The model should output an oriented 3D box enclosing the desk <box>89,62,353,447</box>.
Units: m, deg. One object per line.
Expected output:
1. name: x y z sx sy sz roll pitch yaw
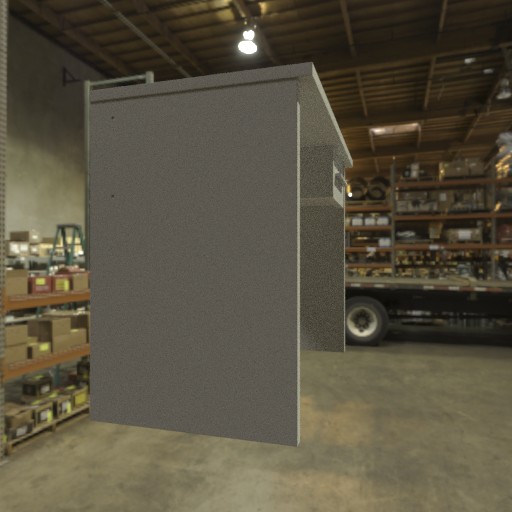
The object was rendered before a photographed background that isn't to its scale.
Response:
1. desk: 0.000 0.000 1.337 0.498 0.729 0.900 0 0 17
